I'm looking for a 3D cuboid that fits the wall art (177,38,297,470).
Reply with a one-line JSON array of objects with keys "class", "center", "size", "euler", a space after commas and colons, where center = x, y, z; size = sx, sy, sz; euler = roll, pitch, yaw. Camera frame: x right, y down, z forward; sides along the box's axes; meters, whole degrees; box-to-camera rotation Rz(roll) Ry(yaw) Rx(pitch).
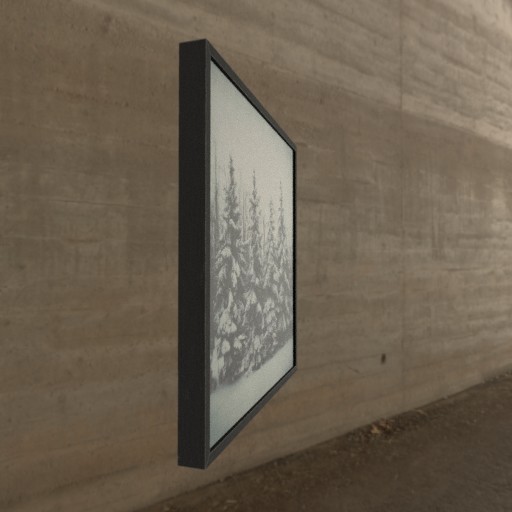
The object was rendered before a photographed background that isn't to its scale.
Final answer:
[{"class": "wall art", "center": [0.000, 0.000, 0.765], "size": [0.036, 0.506, 0.506], "euler": [0, -1, 17]}]
